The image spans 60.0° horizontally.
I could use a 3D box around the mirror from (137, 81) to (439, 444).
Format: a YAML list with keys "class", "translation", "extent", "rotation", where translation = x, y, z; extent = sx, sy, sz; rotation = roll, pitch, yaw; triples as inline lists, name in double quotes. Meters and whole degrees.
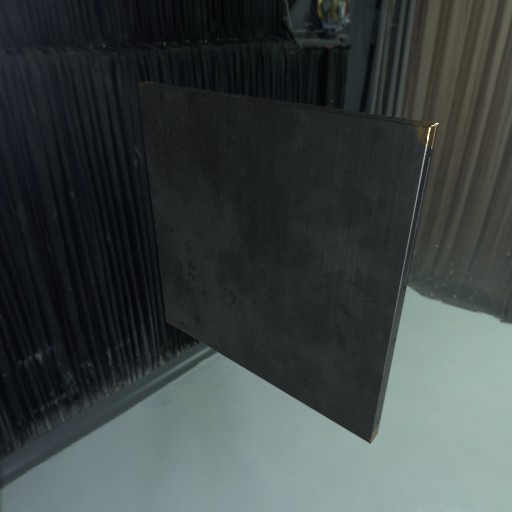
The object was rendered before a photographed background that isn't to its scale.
- class: "mirror"
  translation: [0.000, 0.000, 0.561]
  extent: [0.382, 0.381, 0.020]
  rotation: [22, 36, 34]
